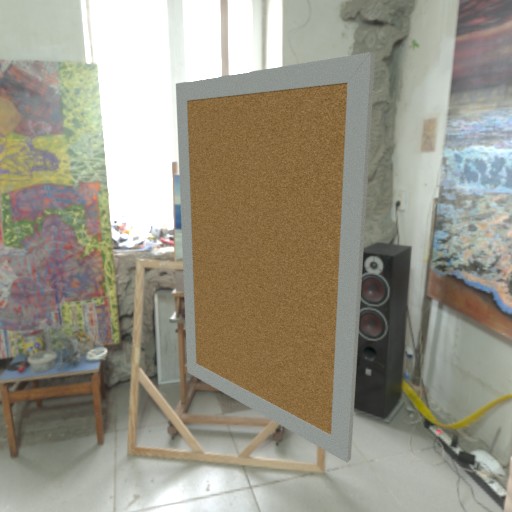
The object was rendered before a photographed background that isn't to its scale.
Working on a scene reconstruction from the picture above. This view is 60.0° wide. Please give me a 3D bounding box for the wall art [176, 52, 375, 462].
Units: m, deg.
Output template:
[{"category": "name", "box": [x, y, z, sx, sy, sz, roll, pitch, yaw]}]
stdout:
[{"category": "wall art", "box": [0.000, 0.000, 0.847, 0.454, 0.659, 0.011, 13, 19, 43]}]
